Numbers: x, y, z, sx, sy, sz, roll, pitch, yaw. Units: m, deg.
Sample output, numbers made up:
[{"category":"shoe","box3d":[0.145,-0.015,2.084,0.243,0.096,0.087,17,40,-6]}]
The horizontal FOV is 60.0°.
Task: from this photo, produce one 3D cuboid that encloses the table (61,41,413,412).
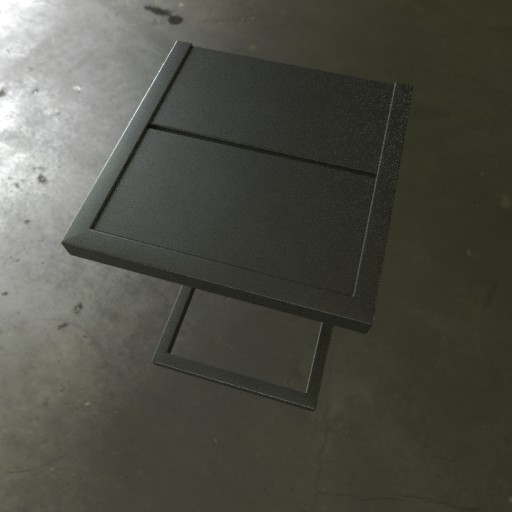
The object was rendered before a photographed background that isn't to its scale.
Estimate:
[{"category":"table","box3d":[0.000,0.000,0.907,0.405,0.609,0.420,14,62,8]}]
